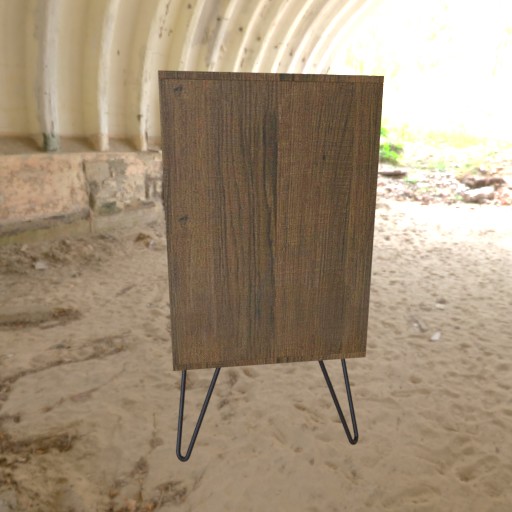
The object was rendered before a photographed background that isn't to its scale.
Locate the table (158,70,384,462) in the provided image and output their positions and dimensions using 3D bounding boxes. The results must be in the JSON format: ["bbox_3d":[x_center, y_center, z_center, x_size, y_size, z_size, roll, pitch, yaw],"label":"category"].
[{"bbox_3d":[0.000,0.000,1.219,0.457,0.866,0.526,-2,14,-8],"label":"table"}]
